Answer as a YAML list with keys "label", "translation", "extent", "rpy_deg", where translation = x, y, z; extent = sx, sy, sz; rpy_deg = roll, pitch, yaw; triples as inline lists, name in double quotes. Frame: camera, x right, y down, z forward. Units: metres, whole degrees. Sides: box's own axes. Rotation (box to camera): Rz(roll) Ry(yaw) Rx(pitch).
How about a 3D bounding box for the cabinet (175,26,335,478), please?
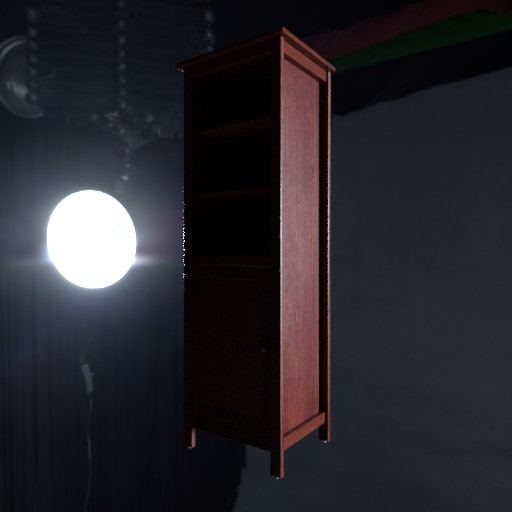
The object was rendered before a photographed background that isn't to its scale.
- label: "cabinet"
  translation: [0.000, 0.000, 1.773]
  extent: [0.500, 1.518, 0.401]
  rpy_deg: [0, 0, 35]
